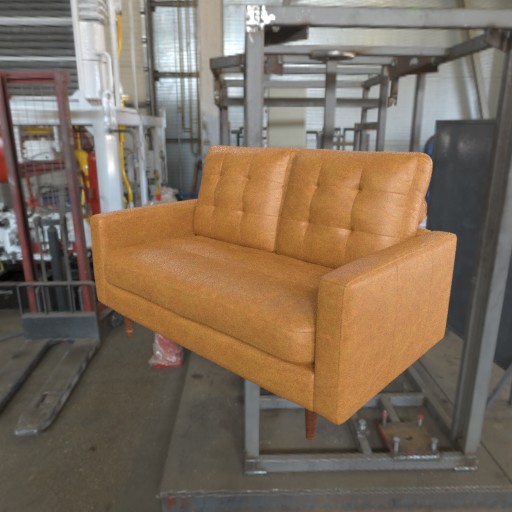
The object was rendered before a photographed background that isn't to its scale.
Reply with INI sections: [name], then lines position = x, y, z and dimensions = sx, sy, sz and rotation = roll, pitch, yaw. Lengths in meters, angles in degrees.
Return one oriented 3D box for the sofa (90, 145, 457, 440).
[sofa]
position = 0.000, 0.000, 1.931
dimensions = 1.430, 0.898, 0.868
rotation = 14, 21, 41
